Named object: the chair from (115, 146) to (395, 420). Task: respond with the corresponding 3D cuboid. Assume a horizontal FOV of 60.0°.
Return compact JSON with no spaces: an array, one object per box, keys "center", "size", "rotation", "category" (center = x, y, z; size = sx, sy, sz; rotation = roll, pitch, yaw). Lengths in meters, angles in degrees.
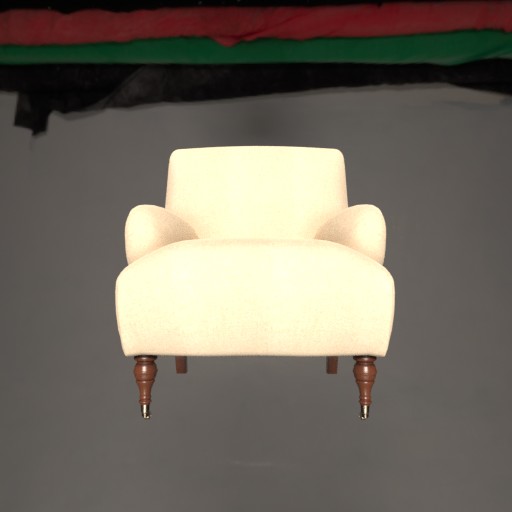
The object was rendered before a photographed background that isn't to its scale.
[{"center":[0.000,0.000,1.557],"size":[0.766,0.944,0.842],"rotation":[0,-2,1],"category":"chair"}]
